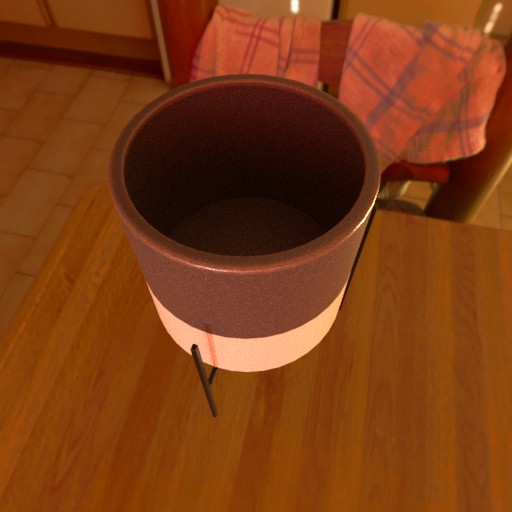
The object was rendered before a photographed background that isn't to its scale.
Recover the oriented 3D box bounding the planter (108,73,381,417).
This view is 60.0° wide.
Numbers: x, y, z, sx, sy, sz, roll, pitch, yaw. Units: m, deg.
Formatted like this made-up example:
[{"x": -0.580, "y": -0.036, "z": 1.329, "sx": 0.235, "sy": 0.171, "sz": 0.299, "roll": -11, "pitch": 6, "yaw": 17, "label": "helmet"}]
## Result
[{"x": 0.000, "y": 0.000, "z": 0.533, "sx": 0.260, "sy": 0.353, "sz": 0.250, "roll": -15, "pitch": 58, "yaw": -10, "label": "planter"}]
